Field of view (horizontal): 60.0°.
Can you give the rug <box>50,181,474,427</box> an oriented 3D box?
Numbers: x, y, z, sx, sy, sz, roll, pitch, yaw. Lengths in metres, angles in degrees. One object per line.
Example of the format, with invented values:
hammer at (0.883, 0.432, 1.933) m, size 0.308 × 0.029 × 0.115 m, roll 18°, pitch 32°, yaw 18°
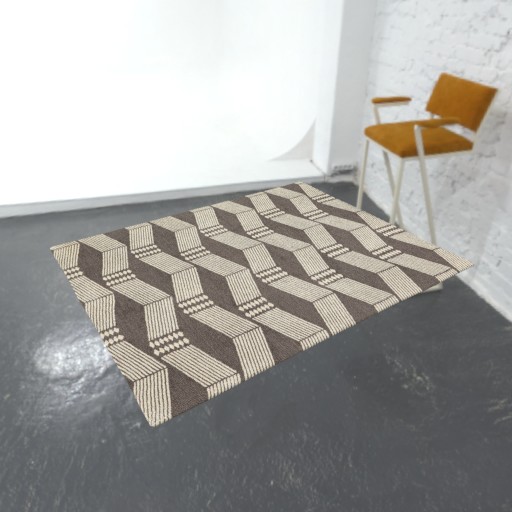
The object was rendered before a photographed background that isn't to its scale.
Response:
rug at (0.000, 0.000, 4.046) m, size 3.048 × 0.016 × 2.438 m, roll -19°, pitch 36°, yaw -29°
